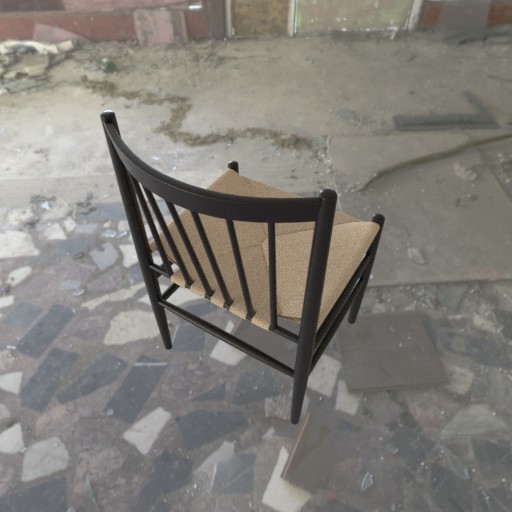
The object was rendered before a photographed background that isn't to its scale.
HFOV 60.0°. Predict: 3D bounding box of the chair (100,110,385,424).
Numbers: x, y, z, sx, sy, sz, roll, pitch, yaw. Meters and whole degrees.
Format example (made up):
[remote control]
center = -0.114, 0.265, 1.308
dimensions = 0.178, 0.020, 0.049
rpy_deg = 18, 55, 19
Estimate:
[chair]
center = 0.000, 0.000, 1.141
dimensions = 0.495, 0.818, 0.516
rpy_deg = 24, 51, 21
